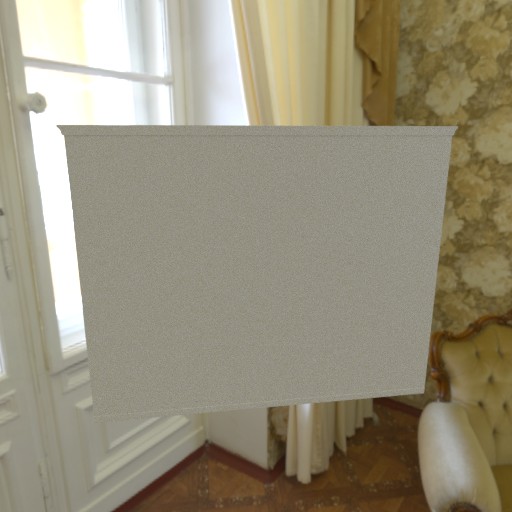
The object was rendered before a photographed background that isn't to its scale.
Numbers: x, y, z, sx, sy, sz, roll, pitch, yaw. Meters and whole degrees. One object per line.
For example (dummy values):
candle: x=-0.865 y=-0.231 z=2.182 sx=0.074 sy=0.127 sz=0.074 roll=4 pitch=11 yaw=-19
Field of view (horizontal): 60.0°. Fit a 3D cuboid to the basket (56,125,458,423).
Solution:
basket: x=0.000 y=0.000 z=1.124 sx=0.792 sy=0.625 sz=0.376 roll=-2 pitch=15 yaw=-8
